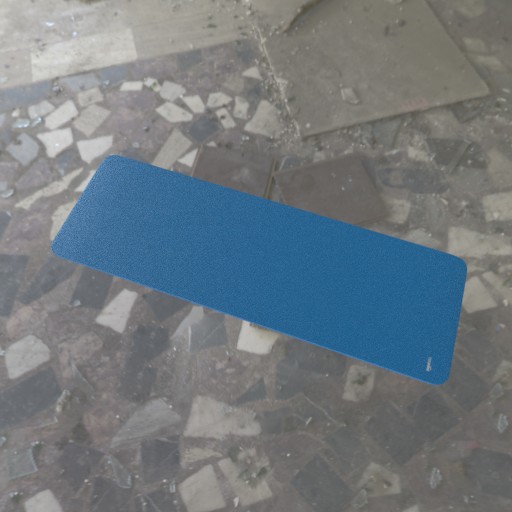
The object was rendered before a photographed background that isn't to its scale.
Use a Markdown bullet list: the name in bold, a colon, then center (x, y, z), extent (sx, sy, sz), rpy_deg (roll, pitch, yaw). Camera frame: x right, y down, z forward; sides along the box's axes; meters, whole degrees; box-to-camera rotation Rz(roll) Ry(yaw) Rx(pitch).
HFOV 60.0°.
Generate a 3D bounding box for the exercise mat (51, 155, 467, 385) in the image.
- **exercise mat**: center (0.000, 0.000, 2.059), extent (1.869, 0.021, 0.616), rpy_deg (18, 65, 9)
